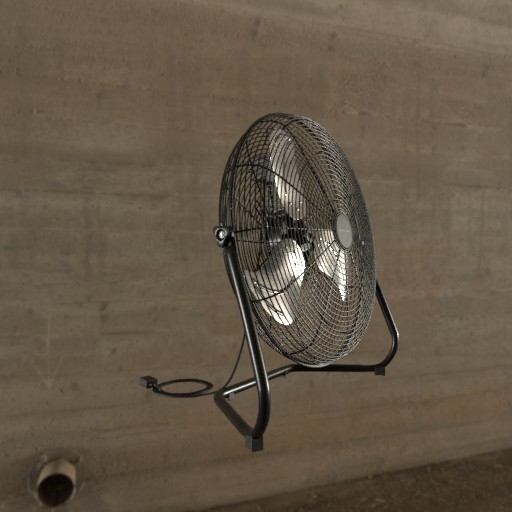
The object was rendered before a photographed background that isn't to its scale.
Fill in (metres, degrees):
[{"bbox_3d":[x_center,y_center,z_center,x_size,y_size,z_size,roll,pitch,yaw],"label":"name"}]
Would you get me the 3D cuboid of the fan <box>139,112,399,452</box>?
[{"bbox_3d":[0.000,0.000,1.025,0.470,0.605,0.595,0,0,36],"label":"fan"}]
